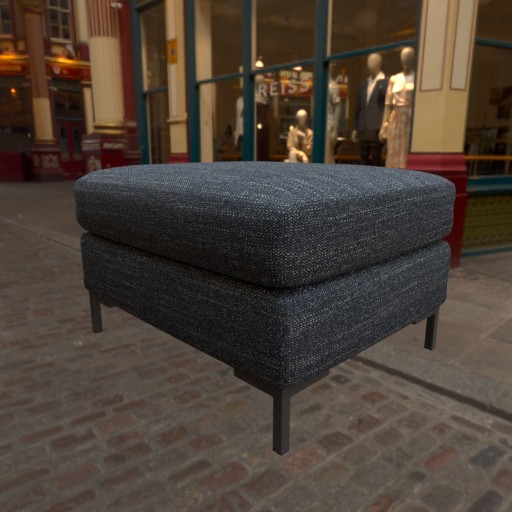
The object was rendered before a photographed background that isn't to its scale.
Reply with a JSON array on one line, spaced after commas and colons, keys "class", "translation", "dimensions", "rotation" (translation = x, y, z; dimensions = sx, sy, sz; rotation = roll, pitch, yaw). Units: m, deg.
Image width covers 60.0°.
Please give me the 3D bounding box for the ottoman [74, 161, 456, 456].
[{"class": "ottoman", "translation": [0.000, 0.000, 1.203], "dimensions": [0.667, 0.491, 0.814], "rotation": [-13, 19, -43]}]
